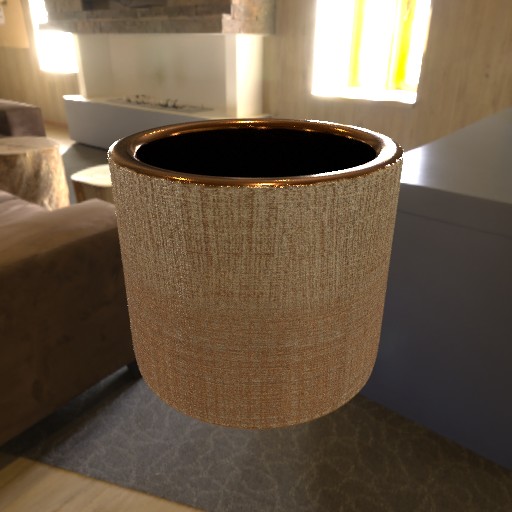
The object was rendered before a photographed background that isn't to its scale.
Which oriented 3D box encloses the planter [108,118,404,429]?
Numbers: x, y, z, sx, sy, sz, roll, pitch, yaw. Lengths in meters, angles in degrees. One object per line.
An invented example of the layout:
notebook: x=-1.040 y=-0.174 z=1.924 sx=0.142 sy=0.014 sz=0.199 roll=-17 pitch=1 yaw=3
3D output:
planter: x=0.000 y=0.000 z=0.305 sx=0.177 sy=0.157 sz=0.177 roll=0 pitch=26 yaw=0
